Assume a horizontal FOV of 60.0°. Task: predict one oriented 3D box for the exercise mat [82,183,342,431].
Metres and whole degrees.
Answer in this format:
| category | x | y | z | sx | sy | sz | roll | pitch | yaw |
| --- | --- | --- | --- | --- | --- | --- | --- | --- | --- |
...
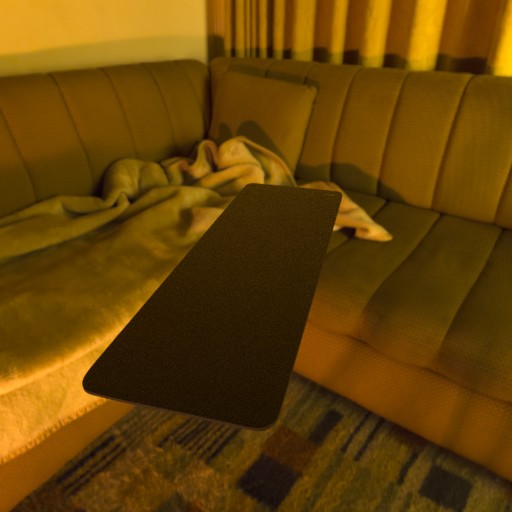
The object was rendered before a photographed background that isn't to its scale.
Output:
| category | x | y | z | sx | sy | sz | roll | pitch | yaw |
| --- | --- | --- | --- | --- | --- | --- | --- | --- | --- |
| exercise mat | 0.000 | 0.000 | 2.045 | 0.616 | 0.021 | 1.869 | 8 | 30 | 13 |
